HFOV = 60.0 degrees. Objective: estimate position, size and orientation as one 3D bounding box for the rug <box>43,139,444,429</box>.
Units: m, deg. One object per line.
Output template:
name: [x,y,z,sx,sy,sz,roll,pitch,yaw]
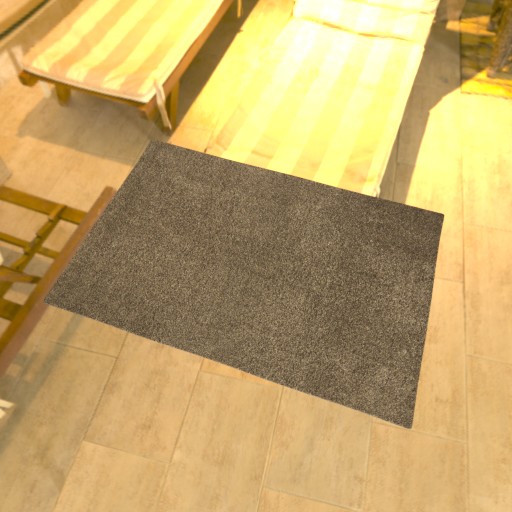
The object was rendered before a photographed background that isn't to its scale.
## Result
rug: [0.000,0.000,3.481,2.699,0.026,1.802,16,59,10]
